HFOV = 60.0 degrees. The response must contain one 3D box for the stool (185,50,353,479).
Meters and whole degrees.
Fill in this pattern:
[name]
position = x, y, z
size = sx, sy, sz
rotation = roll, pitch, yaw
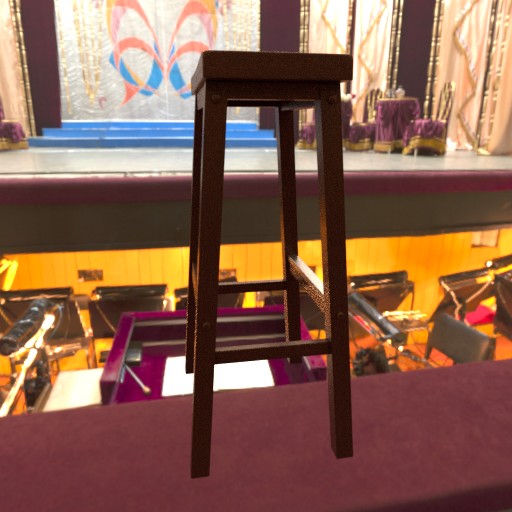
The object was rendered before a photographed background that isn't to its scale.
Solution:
[stool]
position = 0.000, 0.000, 0.947
size = 0.322, 0.742, 0.406
rotation = -3, 17, -10
